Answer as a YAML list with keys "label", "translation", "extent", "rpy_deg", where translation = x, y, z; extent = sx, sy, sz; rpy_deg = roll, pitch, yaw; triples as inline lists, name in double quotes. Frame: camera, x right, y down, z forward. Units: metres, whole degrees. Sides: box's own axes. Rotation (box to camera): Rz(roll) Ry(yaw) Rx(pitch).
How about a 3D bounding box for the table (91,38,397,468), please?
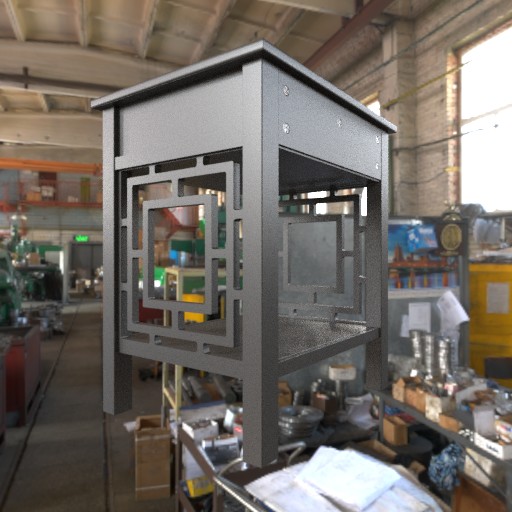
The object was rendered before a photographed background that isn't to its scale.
- label: "table"
  translation: [0.000, 0.000, 1.012]
  extent: [0.451, 0.646, 0.564]
  rpy_deg: [0, 0, 37]
